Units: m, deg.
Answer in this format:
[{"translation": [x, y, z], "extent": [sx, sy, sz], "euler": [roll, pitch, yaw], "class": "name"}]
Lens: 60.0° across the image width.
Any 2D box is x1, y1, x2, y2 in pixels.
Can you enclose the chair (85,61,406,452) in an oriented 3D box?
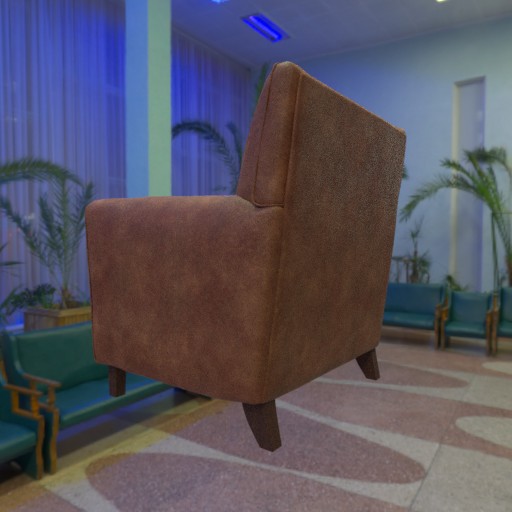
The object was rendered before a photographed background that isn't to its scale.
[{"translation": [0.000, 0.000, 1.569], "extent": [0.823, 0.943, 0.870], "euler": [2, 3, 36], "class": "chair"}]
